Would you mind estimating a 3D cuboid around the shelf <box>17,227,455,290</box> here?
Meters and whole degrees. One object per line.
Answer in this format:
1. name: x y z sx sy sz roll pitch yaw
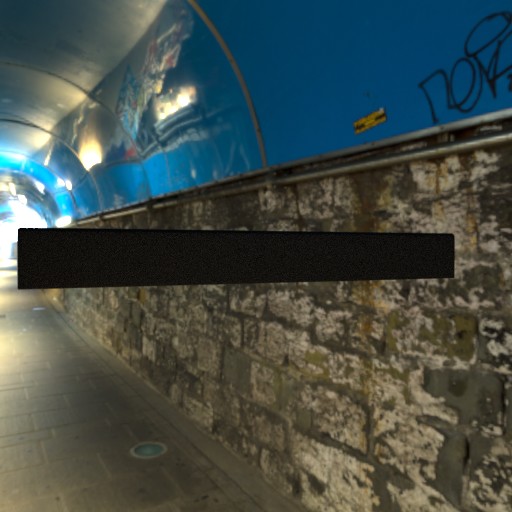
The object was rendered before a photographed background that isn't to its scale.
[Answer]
1. shelf: 0.000 0.000 0.491 0.456 0.053 0.102 0 1 -19
